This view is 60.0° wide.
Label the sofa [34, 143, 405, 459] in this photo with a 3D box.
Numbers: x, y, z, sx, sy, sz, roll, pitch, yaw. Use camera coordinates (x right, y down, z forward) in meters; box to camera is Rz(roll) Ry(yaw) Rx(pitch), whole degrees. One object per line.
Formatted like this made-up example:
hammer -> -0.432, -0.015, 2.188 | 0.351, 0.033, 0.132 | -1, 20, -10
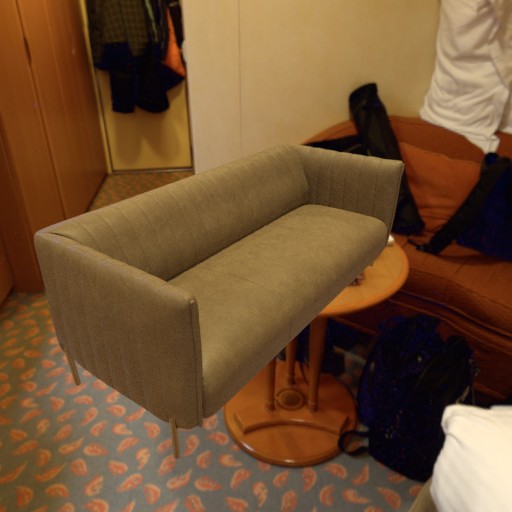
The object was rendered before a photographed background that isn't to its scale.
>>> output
sofa -> 0.000, 0.000, 2.407 | 0.876, 0.779, 1.980 | 18, 33, 31
